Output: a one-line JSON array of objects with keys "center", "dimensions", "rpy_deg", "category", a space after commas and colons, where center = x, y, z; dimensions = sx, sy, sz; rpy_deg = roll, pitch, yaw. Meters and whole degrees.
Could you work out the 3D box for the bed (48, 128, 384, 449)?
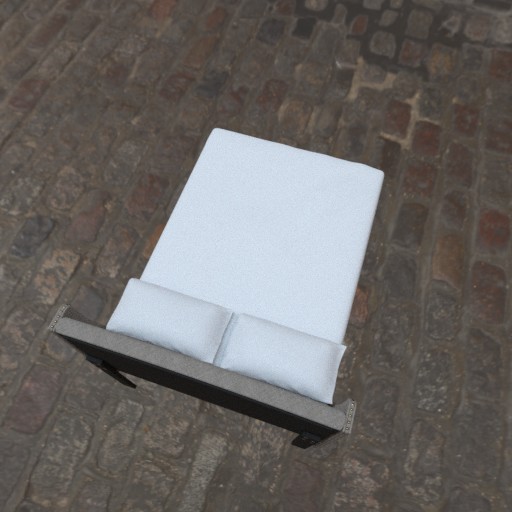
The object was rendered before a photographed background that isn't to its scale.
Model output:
[{"center": [0.000, 0.000, 3.333], "dimensions": [1.710, 1.407, 2.237], "rpy_deg": [17, 65, 8], "category": "bed"}]
